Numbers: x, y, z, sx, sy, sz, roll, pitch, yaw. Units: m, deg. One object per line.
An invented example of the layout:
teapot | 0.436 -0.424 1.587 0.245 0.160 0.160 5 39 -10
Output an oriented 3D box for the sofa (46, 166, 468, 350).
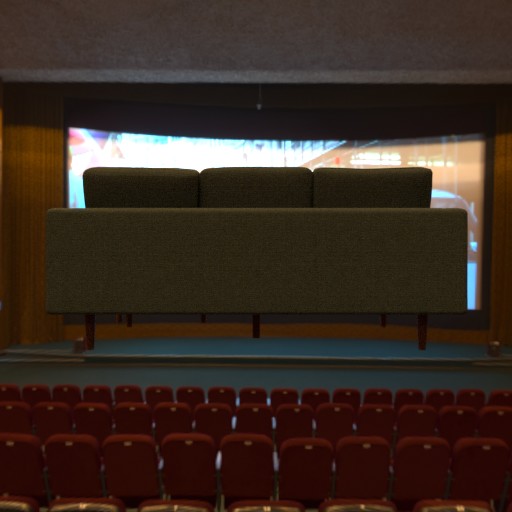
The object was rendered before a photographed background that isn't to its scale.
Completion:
sofa | 0.000 0.000 2.970 2.055 0.957 1.667 0 0 0
